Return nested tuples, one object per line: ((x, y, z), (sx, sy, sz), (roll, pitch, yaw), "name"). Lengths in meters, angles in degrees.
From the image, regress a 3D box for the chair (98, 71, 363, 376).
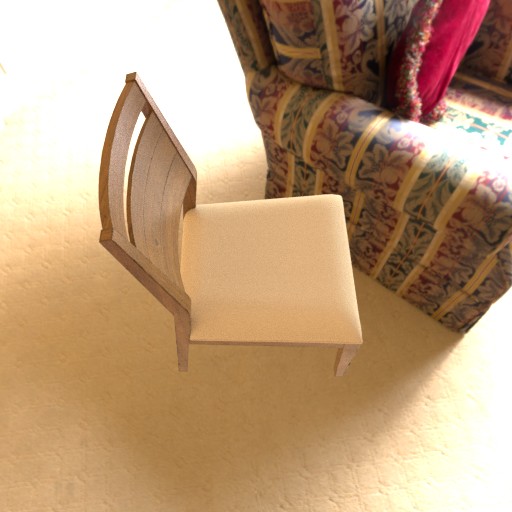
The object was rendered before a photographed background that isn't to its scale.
((0.000, 0.000, 1.281), (0.610, 0.939, 0.497), (-1, 62, -1), "chair")
